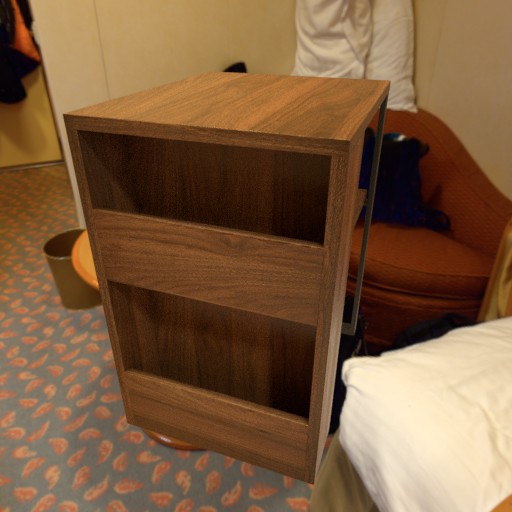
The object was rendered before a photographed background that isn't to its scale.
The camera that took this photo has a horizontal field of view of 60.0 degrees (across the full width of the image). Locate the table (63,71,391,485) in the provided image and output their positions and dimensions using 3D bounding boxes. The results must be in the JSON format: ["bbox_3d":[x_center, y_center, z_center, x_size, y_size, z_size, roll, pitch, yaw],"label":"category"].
[{"bbox_3d":[0.000,0.000,1.497,0.660,1.041,0.786,10,31,17],"label":"table"}]
